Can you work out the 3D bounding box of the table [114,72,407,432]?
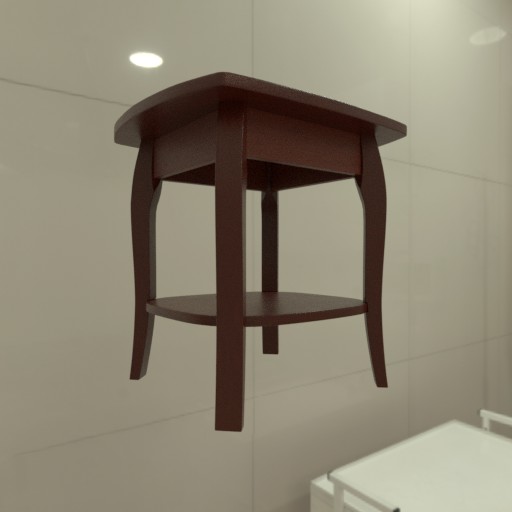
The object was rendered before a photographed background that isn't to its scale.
[{"bbox_3d":[0.000,0.000,0.877,0.502,0.496,0.433,0,1,-37],"label":"table"}]
